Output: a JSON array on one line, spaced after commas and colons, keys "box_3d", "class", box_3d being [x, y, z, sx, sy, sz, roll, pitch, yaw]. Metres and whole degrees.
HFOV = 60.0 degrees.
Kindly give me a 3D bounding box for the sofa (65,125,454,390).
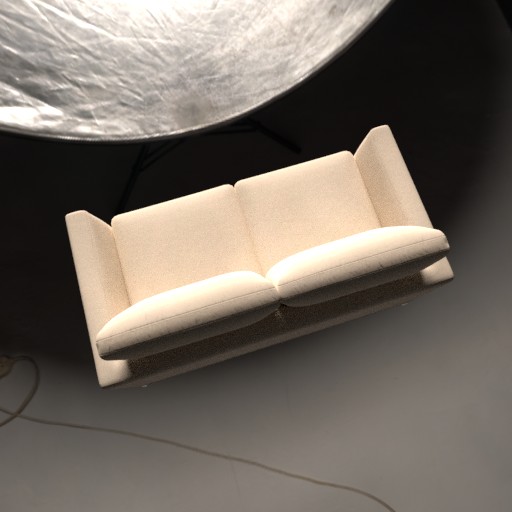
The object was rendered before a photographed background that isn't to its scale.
[{"box_3d": [0.000, 0.000, 2.357, 1.739, 0.995, 0.906, -17, 75, -4], "class": "sofa"}]
